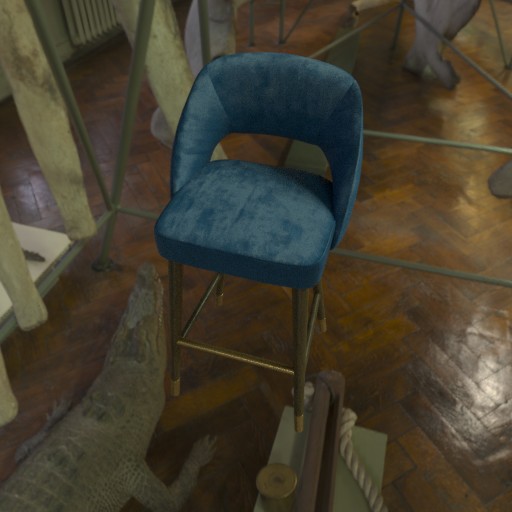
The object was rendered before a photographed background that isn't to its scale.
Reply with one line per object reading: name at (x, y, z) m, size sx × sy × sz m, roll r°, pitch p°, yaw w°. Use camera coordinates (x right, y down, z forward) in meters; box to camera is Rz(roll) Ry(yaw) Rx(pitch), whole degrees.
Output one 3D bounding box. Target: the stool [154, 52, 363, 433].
stool at (0.000, 0.000, 1.333) m, size 0.514 × 1.016 × 0.515 m, roll 12°, pitch 45°, yaw 12°
